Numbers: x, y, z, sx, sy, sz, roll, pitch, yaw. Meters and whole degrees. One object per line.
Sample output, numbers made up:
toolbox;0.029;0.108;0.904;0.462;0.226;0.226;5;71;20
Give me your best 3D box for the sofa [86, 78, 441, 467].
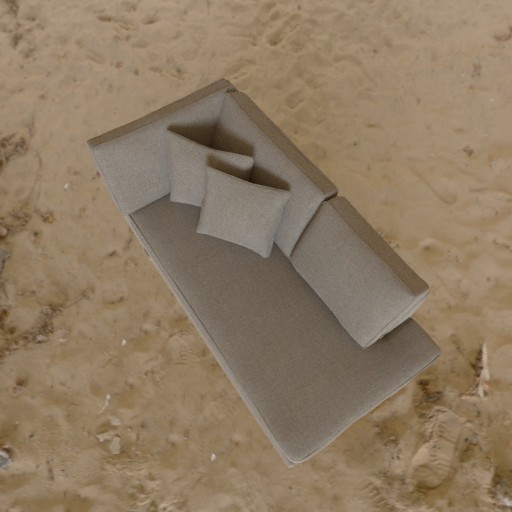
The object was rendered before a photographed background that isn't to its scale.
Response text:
sofa;0.000;0.000;2.786;1.110;1.019;2.238;-32;67;-15
